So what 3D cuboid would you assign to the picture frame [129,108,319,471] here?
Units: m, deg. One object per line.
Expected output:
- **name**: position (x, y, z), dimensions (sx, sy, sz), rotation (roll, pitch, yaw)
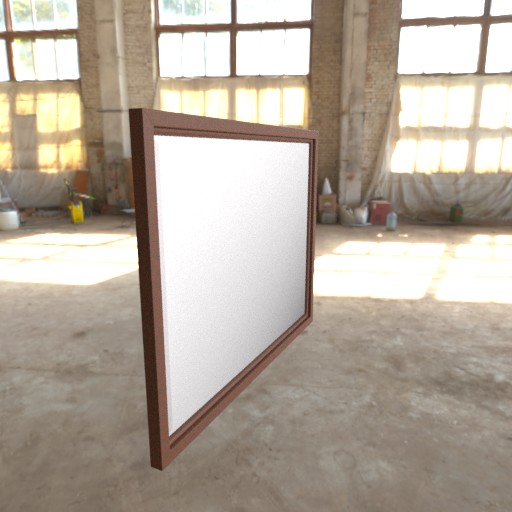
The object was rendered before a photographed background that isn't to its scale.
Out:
- **picture frame**: position (0.000, 0.000, 1.776), dimensions (0.045, 1.018, 1.329), rotation (6, 15, 26)
